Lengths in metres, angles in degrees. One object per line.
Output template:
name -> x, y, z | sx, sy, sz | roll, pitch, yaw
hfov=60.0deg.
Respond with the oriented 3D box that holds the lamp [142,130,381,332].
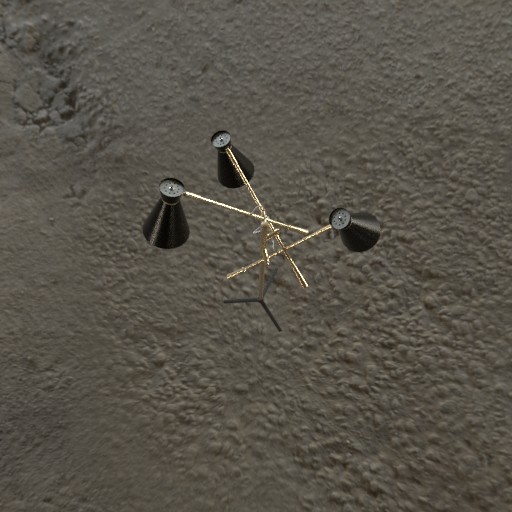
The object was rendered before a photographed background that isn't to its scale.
lamp -> 0.000, 0.000, 2.173 | 0.750, 1.804, 0.653 | -32, 77, -8
